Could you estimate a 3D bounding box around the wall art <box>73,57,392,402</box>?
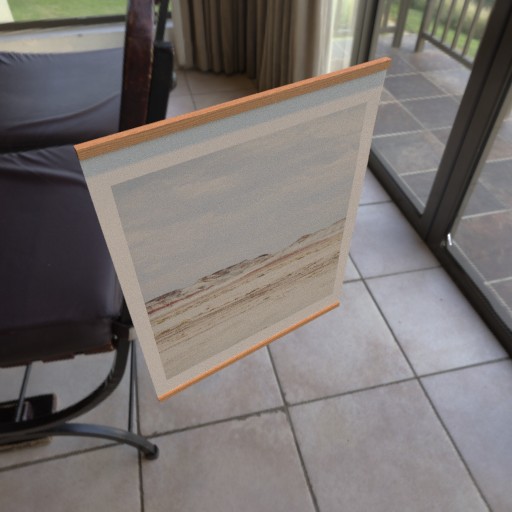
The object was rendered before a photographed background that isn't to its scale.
[{"bbox_3d":[0.000,0.000,0.674,0.404,0.507,0.010,-24,50,-22],"label":"wall art"}]
